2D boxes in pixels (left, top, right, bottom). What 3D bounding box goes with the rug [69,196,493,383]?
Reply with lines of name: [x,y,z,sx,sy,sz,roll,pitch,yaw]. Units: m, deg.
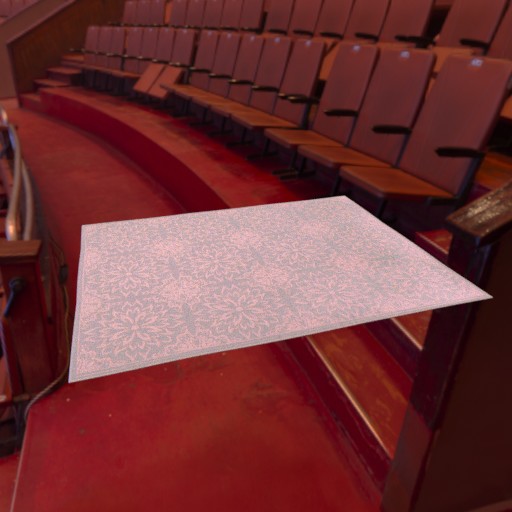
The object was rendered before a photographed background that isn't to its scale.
rug: [0.000,0.000,3.921,2.980,0.012,2.363,-8,28,-15]
